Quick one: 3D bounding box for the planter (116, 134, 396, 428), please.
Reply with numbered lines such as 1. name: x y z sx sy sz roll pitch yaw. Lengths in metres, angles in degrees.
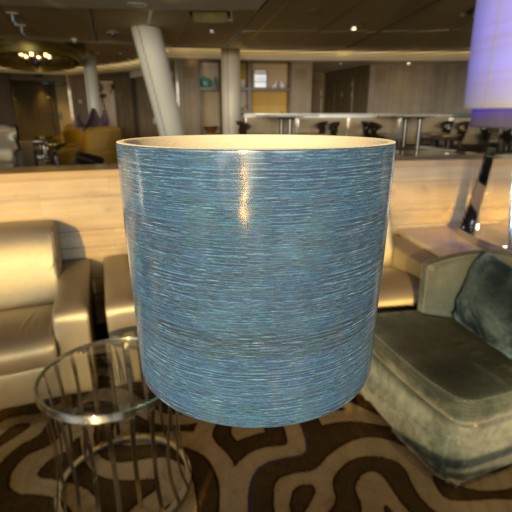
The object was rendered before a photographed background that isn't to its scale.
1. planter: 0.000 0.000 0.395 0.221 0.201 0.221 0 18 0
